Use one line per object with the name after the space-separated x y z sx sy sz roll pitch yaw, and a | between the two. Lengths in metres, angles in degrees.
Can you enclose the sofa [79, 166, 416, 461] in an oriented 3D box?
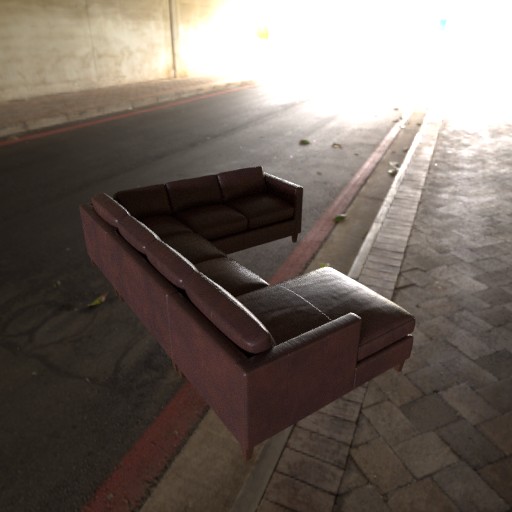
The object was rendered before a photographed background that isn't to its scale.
0.000 0.000 4.396 2.452 0.891 3.324 -17 31 -31 | sofa
